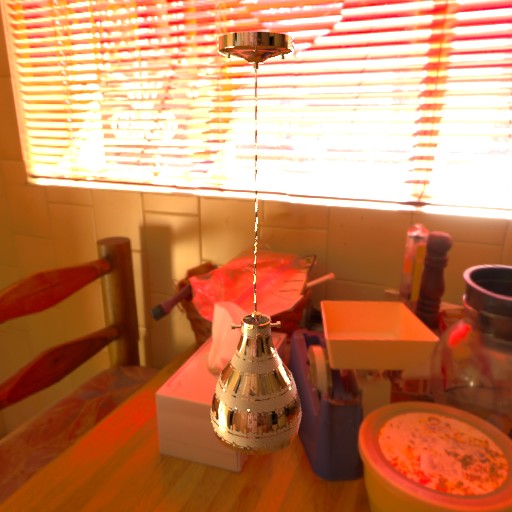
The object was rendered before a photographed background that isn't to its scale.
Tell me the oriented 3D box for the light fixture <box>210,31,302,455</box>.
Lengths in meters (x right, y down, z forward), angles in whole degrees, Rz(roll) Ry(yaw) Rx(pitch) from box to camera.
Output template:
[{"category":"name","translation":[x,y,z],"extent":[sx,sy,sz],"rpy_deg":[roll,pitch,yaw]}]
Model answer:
[{"category":"light fixture","translation":[0.000,0.000,1.635],"extent":[0.374,1.457,0.374],"rpy_deg":[-2,16,-7]}]
